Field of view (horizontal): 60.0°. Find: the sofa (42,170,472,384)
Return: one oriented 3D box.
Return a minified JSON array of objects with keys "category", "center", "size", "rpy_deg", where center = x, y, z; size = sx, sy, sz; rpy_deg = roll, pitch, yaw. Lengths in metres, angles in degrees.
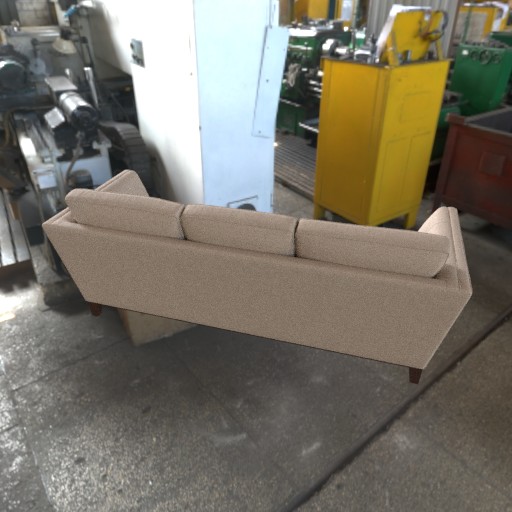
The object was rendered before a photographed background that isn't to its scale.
[{"category":"sofa","center":[0.000,0.000,2.887],"size":[2.388,0.940,0.965],"rpy_deg":[9,32,14]}]
